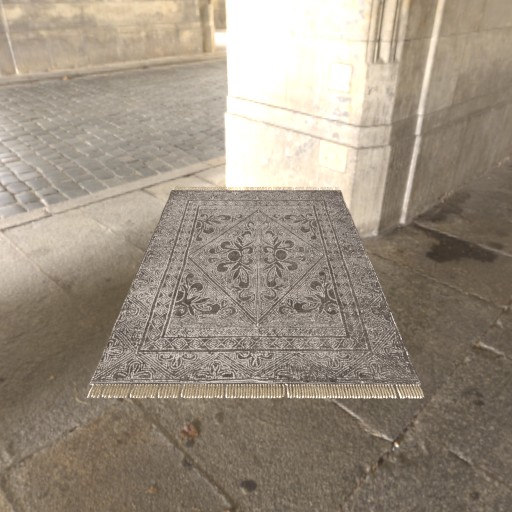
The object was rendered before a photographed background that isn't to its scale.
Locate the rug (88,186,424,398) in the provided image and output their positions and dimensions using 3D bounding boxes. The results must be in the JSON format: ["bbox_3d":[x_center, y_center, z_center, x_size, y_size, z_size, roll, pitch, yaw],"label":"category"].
[{"bbox_3d":[0.000,0.000,3.012,1.529,0.010,2.440,0,31,0],"label":"rug"}]
